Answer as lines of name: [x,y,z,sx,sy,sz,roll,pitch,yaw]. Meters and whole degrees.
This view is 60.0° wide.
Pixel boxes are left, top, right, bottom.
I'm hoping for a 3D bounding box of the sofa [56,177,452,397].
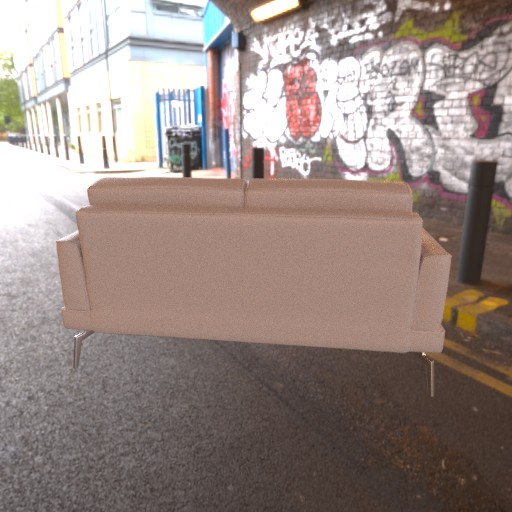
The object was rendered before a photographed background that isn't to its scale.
sofa: [0.000,0.000,2.474,1.819,0.930,1.121,2,16,8]
